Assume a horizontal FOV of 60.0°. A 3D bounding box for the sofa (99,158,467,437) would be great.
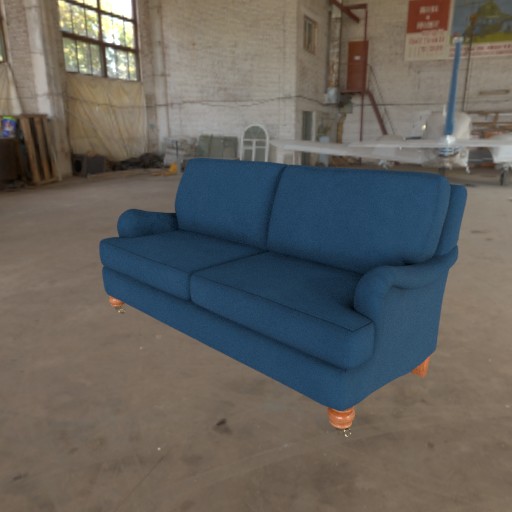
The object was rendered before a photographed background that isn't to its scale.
[{"bbox_3d":[0.000,0.000,2.748,2.141,1.101,1.084,15,22,42],"label":"sofa"}]
